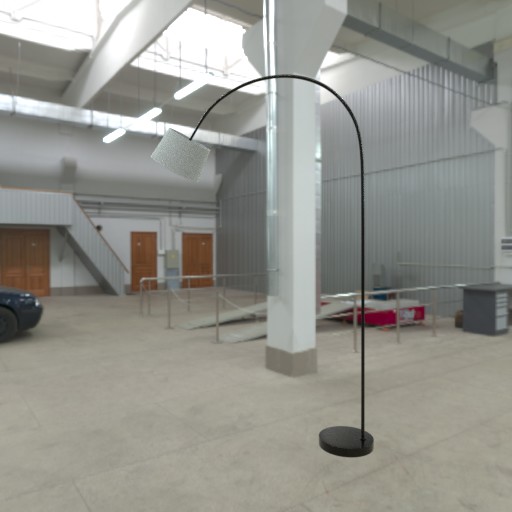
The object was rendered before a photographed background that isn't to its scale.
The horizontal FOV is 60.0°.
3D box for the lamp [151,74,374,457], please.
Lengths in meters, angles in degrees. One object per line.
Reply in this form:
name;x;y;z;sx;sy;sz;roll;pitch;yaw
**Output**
lamp;0.000;0.000;2.633;1.363;2.104;0.331;0;1;19
